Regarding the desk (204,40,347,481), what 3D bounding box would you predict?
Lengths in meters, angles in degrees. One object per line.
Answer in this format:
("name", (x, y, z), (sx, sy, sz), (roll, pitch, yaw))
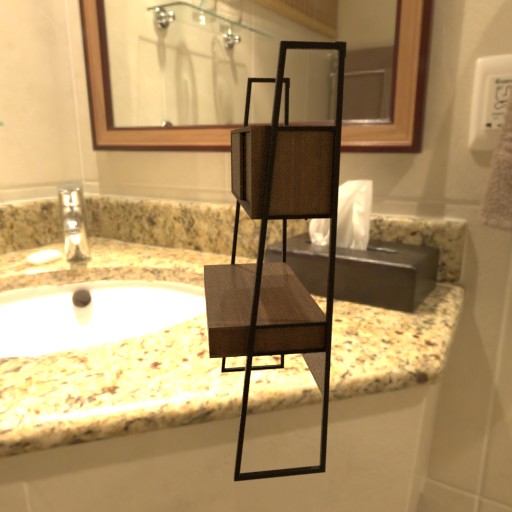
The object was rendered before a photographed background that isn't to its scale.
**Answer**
("desk", (0.000, 0.000, 2.232), (0.515, 1.809, 0.982), (-2, 15, -8))
